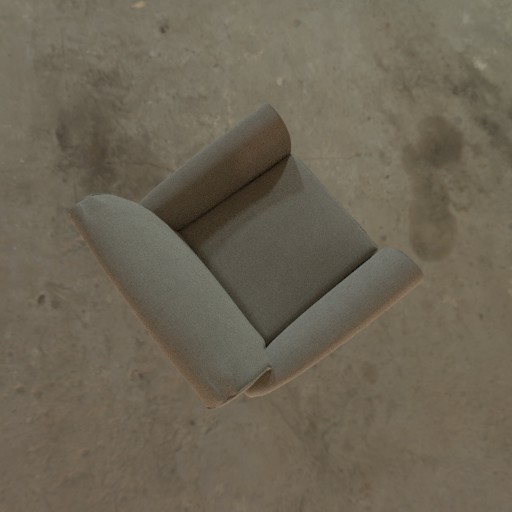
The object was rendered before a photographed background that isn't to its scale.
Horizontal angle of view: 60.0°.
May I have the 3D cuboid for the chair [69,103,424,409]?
[{"bbox_3d":[0.000,0.000,1.788,0.905,1.061,0.978,-37,78,-9],"label":"chair"}]
